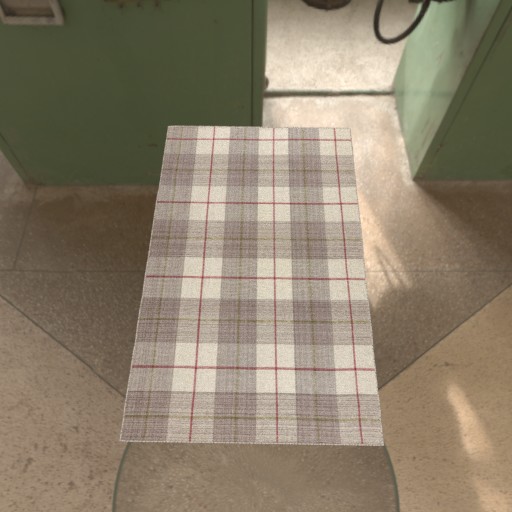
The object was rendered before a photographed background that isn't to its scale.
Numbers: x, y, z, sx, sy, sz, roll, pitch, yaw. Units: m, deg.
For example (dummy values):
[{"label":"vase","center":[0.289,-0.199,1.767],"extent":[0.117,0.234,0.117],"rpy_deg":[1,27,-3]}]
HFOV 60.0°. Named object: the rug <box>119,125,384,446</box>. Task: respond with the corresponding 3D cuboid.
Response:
[{"label":"rug","center":[0.000,0.000,3.145],"extent":[1.549,0.010,2.464],"rpy_deg":[1,62,0]}]
